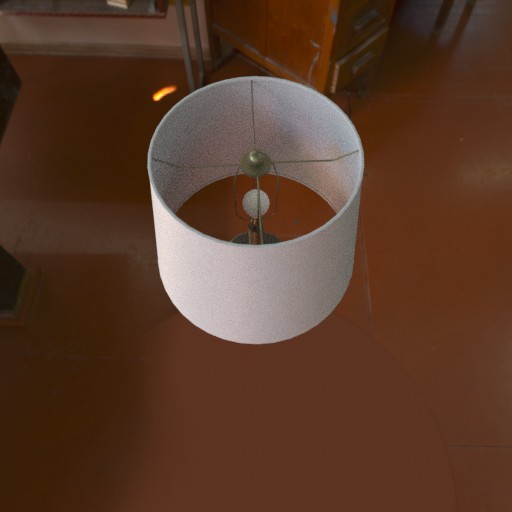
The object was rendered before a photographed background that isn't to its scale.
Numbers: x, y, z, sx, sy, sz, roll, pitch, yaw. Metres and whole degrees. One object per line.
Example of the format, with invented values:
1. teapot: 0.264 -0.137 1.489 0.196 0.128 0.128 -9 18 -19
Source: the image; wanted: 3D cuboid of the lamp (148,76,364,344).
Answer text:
1. lamp: 0.000 0.000 0.564 0.239 0.399 0.239 0 63 0
